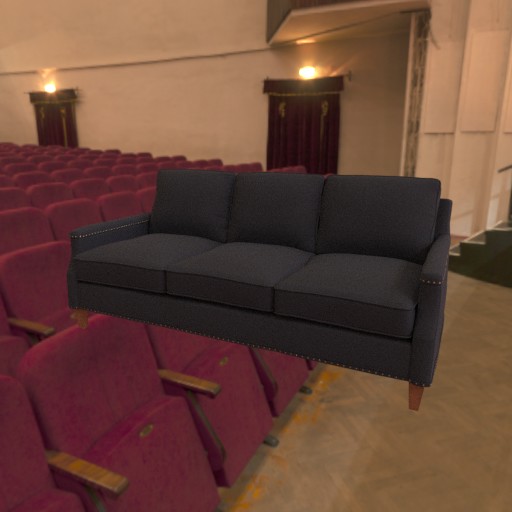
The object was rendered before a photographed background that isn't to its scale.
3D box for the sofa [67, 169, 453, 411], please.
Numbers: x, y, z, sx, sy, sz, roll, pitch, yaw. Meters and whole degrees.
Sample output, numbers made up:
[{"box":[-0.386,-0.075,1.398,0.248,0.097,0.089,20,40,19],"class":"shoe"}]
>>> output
[{"box":[0.000,0.000,2.799,2.246,1.003,1.084,7,16,25],"class":"sofa"}]
